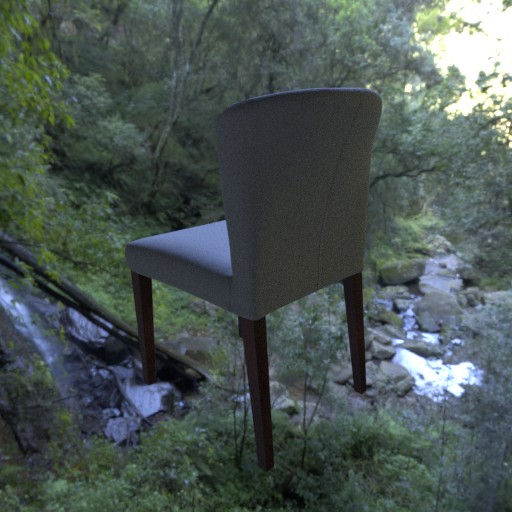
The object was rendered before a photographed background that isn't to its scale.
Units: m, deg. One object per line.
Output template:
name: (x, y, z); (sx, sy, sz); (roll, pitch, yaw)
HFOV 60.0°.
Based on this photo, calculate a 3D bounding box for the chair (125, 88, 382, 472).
chair: (0.000, 0.000, 1.207); (0.592, 0.839, 0.491); (16, 24, 41)
